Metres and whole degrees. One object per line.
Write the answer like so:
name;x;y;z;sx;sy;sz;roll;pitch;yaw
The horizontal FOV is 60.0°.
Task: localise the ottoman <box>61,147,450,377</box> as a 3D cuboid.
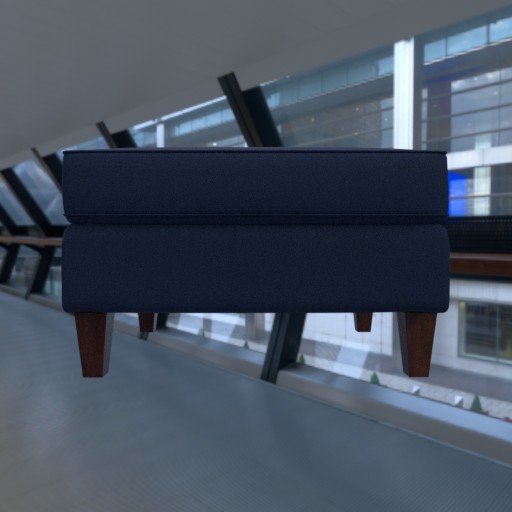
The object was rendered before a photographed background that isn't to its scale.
ottoman;0.000;0.000;1.388;0.965;0.584;0.686;0;2;0
